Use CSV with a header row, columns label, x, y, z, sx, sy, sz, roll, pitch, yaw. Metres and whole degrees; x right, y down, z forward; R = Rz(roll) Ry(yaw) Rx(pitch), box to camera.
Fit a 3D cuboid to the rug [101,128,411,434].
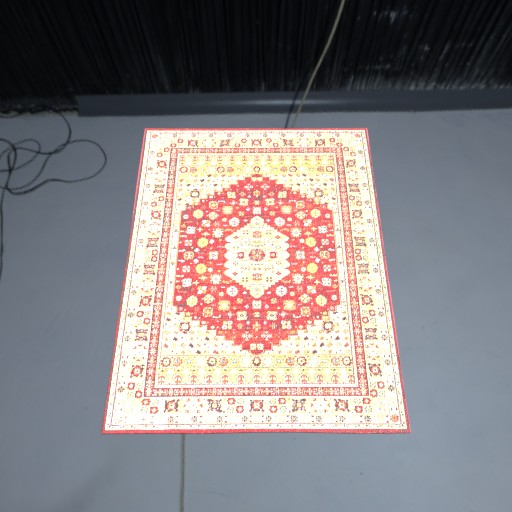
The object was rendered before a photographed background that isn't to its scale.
label,x,y,z,sx,sy,sz,roll,pitch,yaw
rug,0.000,0.000,4.083,2.387,0.013,3.053,0,64,0
